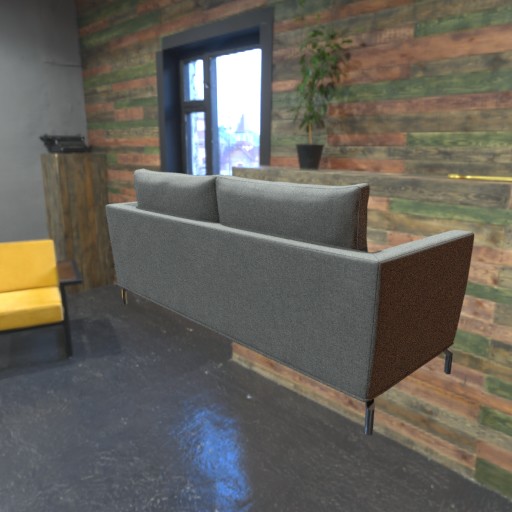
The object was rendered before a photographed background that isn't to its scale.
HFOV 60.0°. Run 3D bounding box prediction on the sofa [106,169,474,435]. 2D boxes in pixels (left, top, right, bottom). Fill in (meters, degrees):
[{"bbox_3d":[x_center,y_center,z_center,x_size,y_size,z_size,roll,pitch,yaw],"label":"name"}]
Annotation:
[{"bbox_3d":[0.000,0.000,2.687,0.869,1.002,2.212,-13,19,-42],"label":"sofa"}]
